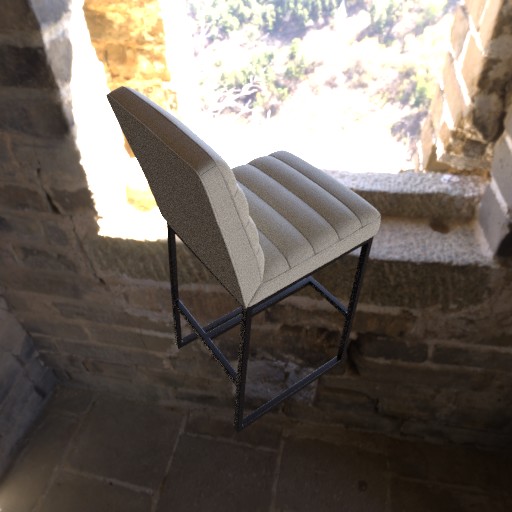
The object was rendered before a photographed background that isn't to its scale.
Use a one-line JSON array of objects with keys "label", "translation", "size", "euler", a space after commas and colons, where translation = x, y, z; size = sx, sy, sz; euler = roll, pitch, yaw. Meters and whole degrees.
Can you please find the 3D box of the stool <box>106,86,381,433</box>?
[{"label": "stool", "translation": [0.000, 0.000, 1.365], "size": [0.560, 1.040, 0.460], "euler": [-26, 48, -25]}]
